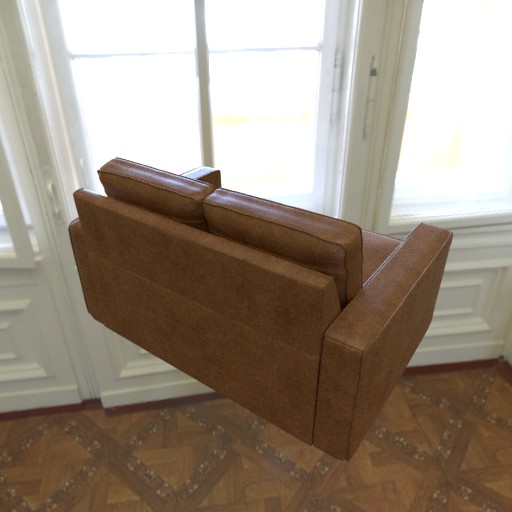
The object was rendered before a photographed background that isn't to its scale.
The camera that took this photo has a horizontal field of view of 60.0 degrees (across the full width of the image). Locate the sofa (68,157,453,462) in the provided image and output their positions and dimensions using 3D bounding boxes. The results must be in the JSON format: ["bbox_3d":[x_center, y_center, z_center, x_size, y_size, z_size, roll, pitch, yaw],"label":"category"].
[{"bbox_3d":[0.000,0.000,2.110,1.532,0.896,1.020,20,36,30],"label":"sofa"}]
